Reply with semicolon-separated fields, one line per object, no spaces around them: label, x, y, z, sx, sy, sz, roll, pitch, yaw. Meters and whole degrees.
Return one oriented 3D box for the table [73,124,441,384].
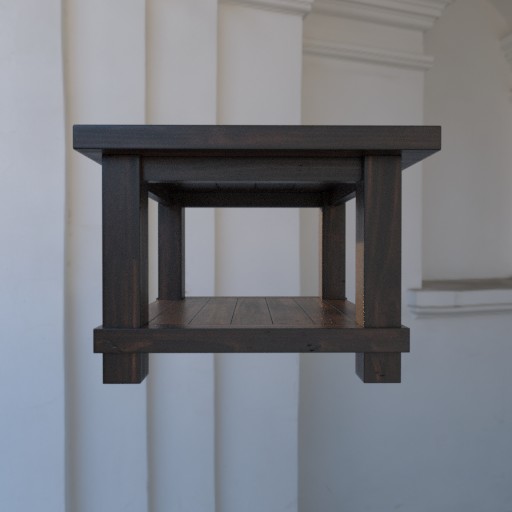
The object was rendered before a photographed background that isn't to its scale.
table;0.000;0.000;1.025;0.606;0.437;0.593;0;1;-1
